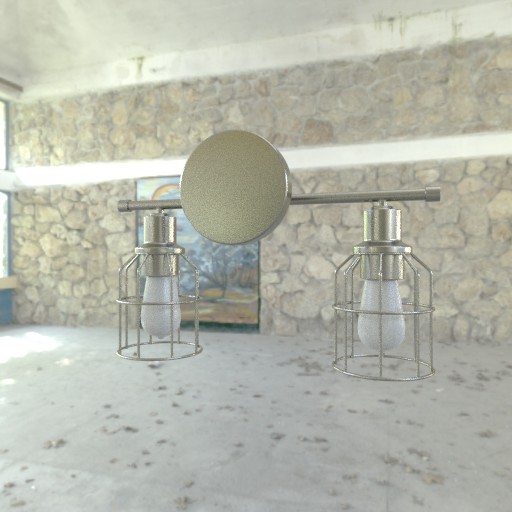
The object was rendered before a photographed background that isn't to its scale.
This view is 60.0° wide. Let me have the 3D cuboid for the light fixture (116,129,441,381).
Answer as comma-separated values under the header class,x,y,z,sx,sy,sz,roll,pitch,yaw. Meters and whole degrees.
class,x,y,z,sx,sy,sz,roll,pitch,yaw
light fixture,0.000,0.000,0.523,0.406,0.254,0.165,0,0,18
